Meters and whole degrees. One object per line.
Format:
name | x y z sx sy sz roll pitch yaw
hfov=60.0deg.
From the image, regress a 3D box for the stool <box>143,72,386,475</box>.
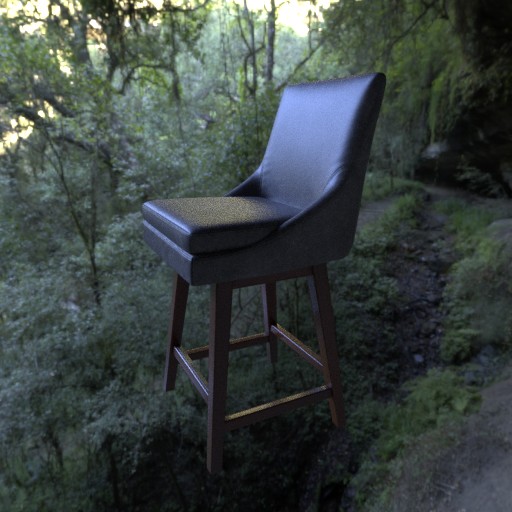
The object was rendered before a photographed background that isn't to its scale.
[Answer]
stool | 0.000 0.000 1.370 0.587 1.046 0.492 -8 18 -26
